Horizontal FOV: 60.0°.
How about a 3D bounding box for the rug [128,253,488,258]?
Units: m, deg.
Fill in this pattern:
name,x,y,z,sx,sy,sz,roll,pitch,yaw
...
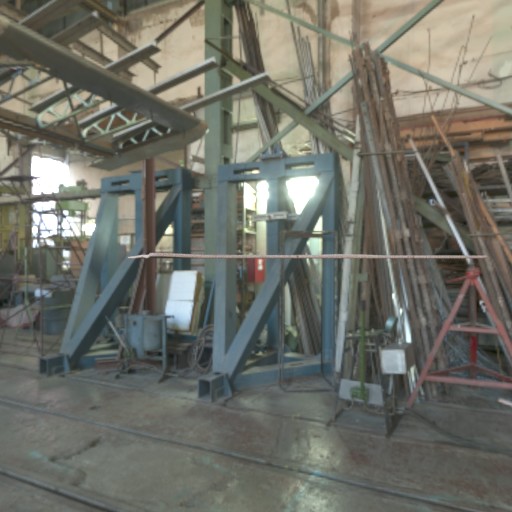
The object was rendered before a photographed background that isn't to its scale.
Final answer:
name,x,y,z,sx,sy,sz,roll,pitch,yaw
rug,0.000,0.000,2.313,1.230,0.025,1.837,0,0,-18
